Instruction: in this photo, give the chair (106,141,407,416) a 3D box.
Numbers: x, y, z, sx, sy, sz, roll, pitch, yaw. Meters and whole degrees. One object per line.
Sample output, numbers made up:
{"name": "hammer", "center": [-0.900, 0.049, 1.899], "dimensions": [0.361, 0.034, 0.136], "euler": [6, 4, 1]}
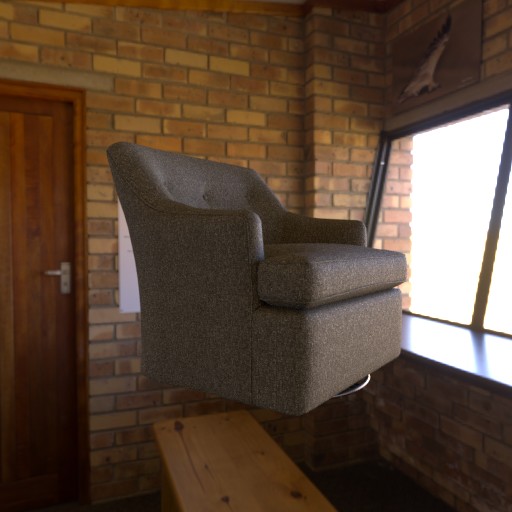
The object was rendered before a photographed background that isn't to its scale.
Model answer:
{"name": "chair", "center": [0.000, 0.000, 1.680], "dimensions": [0.923, 0.856, 0.864], "euler": [2, 3, 37]}
